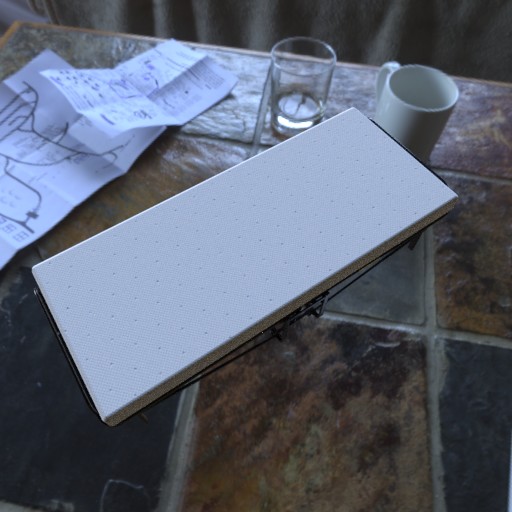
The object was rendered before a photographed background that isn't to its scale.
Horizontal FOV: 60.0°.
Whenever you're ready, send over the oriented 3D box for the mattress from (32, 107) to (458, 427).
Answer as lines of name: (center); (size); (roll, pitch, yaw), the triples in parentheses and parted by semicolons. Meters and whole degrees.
mattress: (0.000, 0.000, 2.503); (2.153, 0.519, 0.922); (-30, 63, -17)
